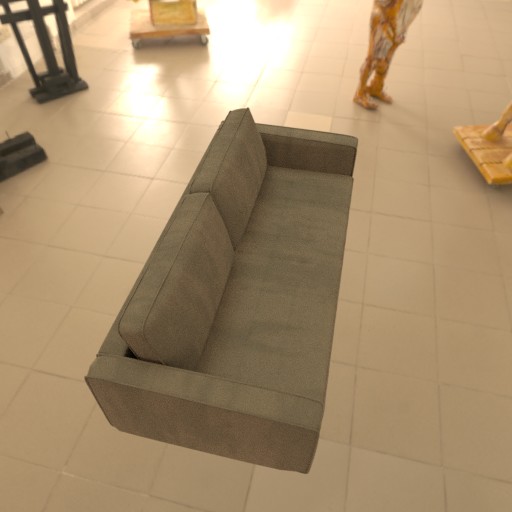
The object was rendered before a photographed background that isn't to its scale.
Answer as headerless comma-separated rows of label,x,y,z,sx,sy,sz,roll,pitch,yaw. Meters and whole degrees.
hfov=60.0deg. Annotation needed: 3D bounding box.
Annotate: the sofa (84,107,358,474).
sofa,0.000,0.000,2.367,0.924,0.825,1.920,10,48,9
